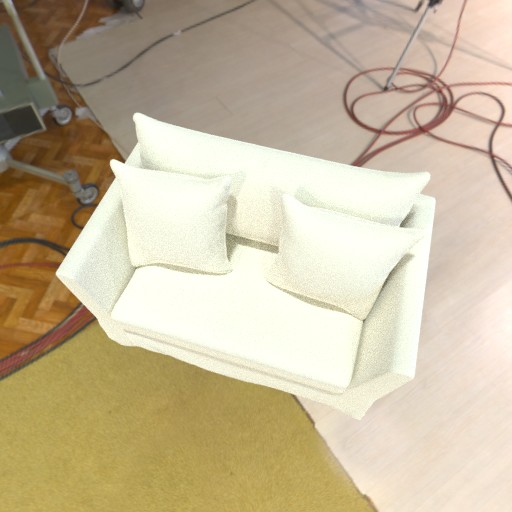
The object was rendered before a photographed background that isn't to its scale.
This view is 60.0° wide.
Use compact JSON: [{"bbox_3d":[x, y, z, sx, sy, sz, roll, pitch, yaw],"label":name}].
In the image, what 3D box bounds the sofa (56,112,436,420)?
[{"bbox_3d":[0.000,0.000,2.292,1.608,1.039,1.026,15,59,9],"label":"sofa"}]
